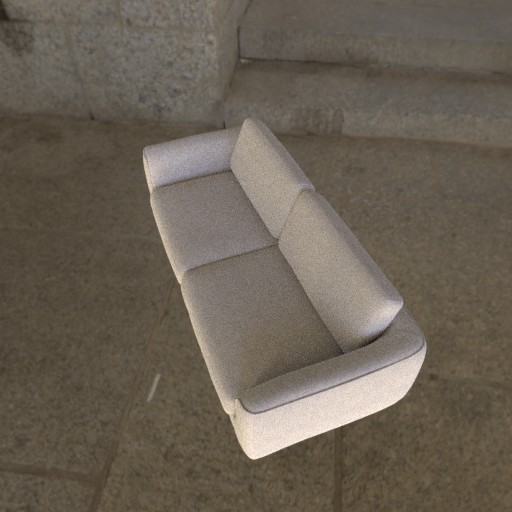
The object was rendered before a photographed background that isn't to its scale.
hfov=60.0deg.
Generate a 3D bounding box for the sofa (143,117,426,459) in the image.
[{"bbox_3d":[0.000,0.000,2.512,0.920,0.850,2.000,-16,48,-15],"label":"sofa"}]
